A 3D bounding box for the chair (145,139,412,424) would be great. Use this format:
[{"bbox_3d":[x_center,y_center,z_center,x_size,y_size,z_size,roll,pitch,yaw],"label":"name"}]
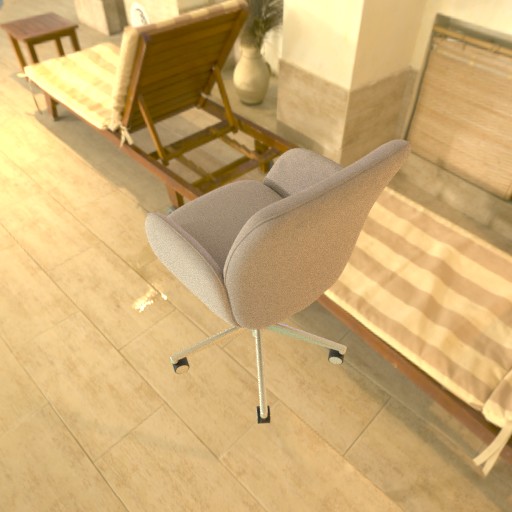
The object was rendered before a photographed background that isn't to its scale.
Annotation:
[{"bbox_3d":[0.000,0.000,1.405,0.648,0.959,0.654,-31,53,-27],"label":"chair"}]
